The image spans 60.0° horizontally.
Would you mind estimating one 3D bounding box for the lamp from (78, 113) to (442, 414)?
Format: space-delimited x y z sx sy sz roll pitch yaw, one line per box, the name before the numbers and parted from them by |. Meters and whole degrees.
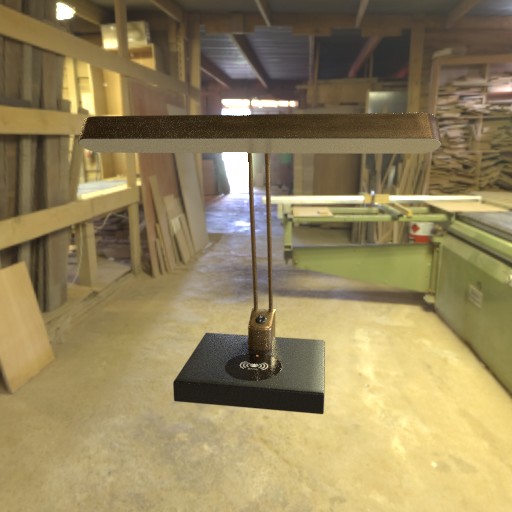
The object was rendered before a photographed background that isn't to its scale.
lamp | 0.000 0.000 0.577 0.412 0.345 0.156 2 14 9
